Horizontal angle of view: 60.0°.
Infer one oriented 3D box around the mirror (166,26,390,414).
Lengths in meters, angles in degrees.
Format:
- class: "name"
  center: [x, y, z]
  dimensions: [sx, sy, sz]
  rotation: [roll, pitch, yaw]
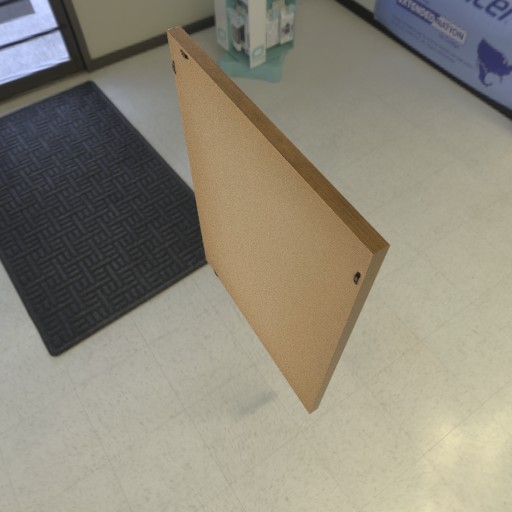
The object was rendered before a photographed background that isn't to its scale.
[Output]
- class: "mirror"
  center: [0.000, 0.000, 1.315]
  dimensions: [0.041, 1.016, 0.762]
  rotation: [-28, 61, -17]
